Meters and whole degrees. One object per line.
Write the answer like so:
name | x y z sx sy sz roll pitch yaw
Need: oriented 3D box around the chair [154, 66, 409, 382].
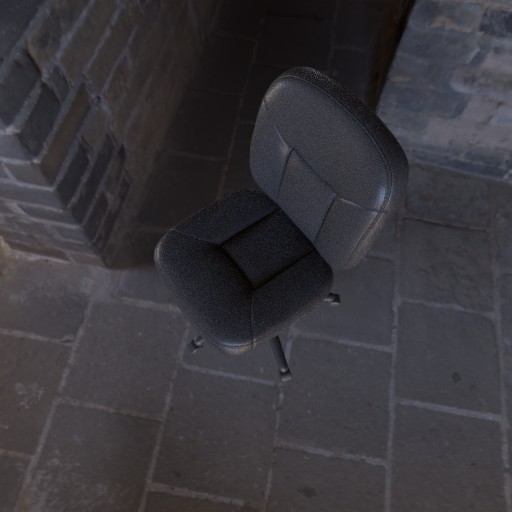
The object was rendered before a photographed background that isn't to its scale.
chair | 0.000 0.000 1.395 0.646 0.959 0.647 -34 70 -15
